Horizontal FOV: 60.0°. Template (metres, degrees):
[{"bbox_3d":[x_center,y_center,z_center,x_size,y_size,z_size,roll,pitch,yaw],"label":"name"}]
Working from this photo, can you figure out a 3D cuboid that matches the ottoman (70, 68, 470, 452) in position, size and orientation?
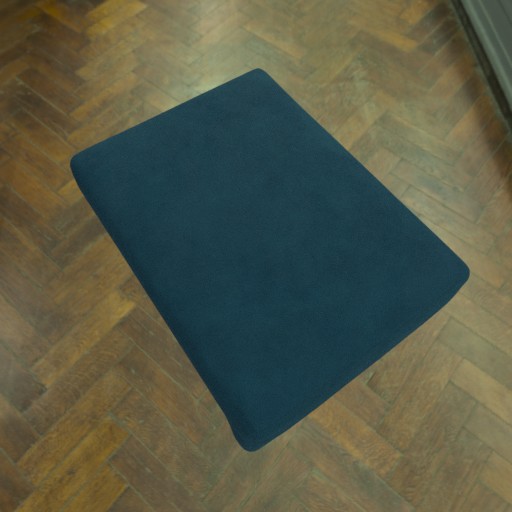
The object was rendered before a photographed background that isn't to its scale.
[{"bbox_3d":[0.000,0.000,1.136,0.572,0.503,0.773,-32,67,-16],"label":"ottoman"}]
